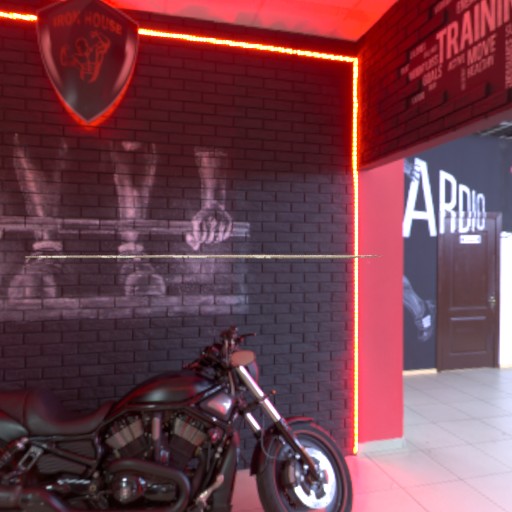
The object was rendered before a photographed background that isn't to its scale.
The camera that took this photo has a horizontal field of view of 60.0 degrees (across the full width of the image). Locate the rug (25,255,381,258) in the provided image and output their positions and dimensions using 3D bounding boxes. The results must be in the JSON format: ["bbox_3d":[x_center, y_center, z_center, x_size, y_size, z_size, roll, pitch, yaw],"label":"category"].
[{"bbox_3d":[0.000,0.000,2.195,1.142,0.010,1.748,0,0,18],"label":"rug"}]
